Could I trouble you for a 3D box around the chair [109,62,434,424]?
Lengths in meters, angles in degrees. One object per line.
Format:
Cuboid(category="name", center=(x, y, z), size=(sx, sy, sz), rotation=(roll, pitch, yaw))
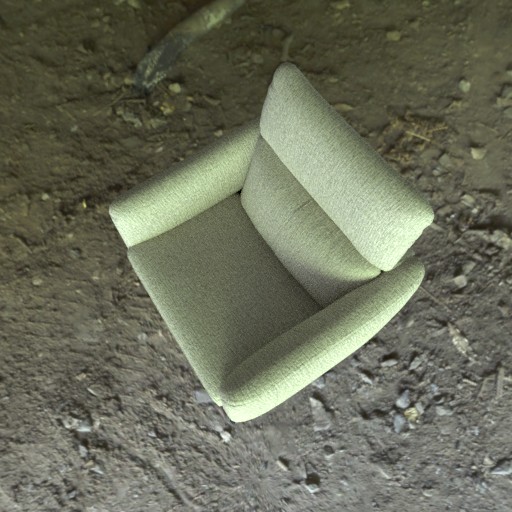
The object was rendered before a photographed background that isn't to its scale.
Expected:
Cuboid(category="chair", center=(0.000, 0.000, 1.709), size=(0.835, 0.967, 0.972), rotation=(-31, 67, -14))
